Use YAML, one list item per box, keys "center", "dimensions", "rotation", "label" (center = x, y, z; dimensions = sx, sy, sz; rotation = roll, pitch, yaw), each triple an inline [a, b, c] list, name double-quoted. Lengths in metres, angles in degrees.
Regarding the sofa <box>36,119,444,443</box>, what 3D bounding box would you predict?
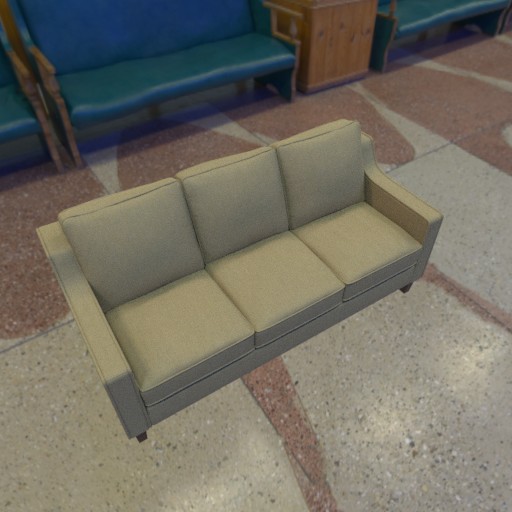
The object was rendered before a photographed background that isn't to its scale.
- center: [0.000, 0.000, 2.504]
  dimensions: [1.986, 0.974, 0.911]
  rotation: [-24, 49, -23]
  label: "sofa"
